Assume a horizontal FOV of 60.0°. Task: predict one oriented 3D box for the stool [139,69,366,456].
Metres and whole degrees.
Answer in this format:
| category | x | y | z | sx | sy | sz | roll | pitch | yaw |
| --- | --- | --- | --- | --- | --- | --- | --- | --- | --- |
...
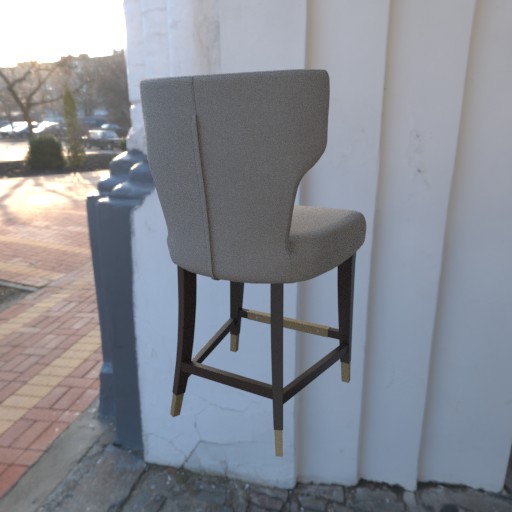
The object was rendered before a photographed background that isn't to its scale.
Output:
| category | x | y | z | sx | sy | sz | roll | pitch | yaw |
| --- | --- | --- | --- | --- | --- | --- | --- | --- | --- |
| stool | 0.000 | 0.000 | 1.327 | 0.527 | 0.982 | 0.563 | 9 | 18 | 27 |
